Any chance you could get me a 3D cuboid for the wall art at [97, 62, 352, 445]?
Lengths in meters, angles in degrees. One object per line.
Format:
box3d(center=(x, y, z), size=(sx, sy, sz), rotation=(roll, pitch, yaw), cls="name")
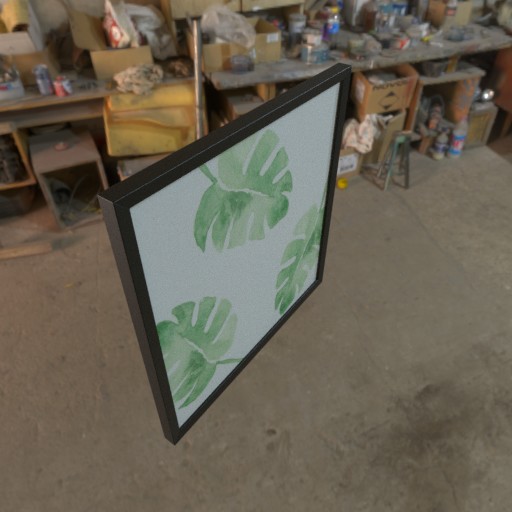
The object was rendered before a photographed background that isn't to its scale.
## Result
box3d(center=(0.000, 0.000, 1.150), size=(0.038, 0.765, 0.765), rotation=(26, 47, 27), cls="wall art")
